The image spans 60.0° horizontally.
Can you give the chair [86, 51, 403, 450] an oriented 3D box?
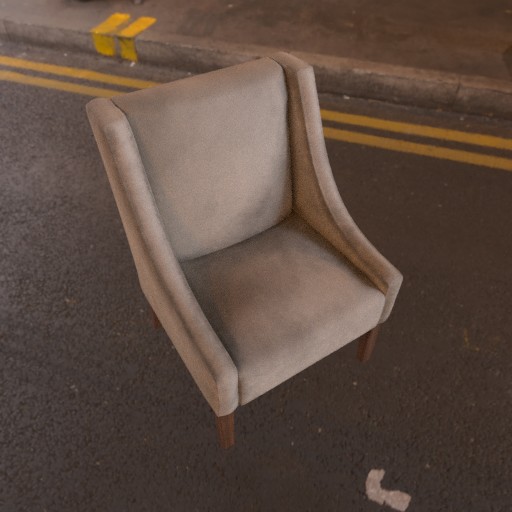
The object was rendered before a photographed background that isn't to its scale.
[{"bbox_3d":[0.000,0.000,1.328,0.629,0.895,0.629,-24,51,-22],"label":"chair"}]
